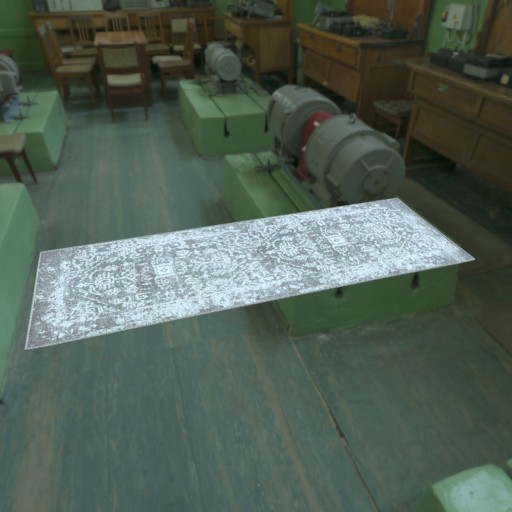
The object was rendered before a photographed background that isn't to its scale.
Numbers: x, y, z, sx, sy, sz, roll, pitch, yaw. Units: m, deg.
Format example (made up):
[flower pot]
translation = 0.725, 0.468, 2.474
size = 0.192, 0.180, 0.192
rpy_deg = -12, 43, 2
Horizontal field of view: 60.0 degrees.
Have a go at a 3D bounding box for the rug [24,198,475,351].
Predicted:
[rug]
translation = 0.000, 0.000, 2.628
size = 2.452, 0.017, 0.855
rpy_deg = -10, 35, -14
